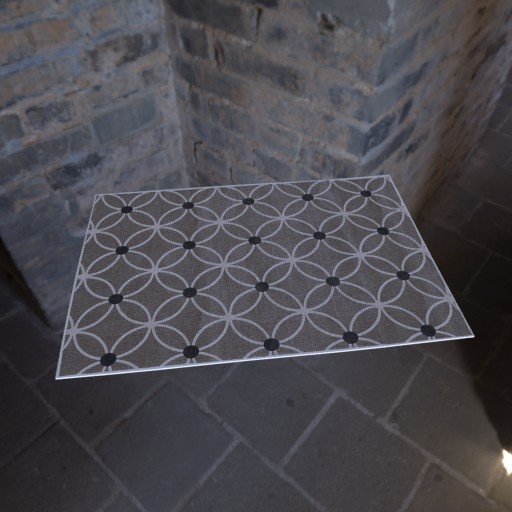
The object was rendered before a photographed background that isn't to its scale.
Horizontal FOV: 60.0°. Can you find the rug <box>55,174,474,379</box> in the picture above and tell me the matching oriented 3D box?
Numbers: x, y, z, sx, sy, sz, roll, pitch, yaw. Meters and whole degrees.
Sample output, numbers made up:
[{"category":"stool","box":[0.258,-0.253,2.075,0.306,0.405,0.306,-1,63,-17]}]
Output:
[{"category":"rug","box":[0.000,0.000,2.898,2.284,0.008,1.522,-5,47,-4]}]
